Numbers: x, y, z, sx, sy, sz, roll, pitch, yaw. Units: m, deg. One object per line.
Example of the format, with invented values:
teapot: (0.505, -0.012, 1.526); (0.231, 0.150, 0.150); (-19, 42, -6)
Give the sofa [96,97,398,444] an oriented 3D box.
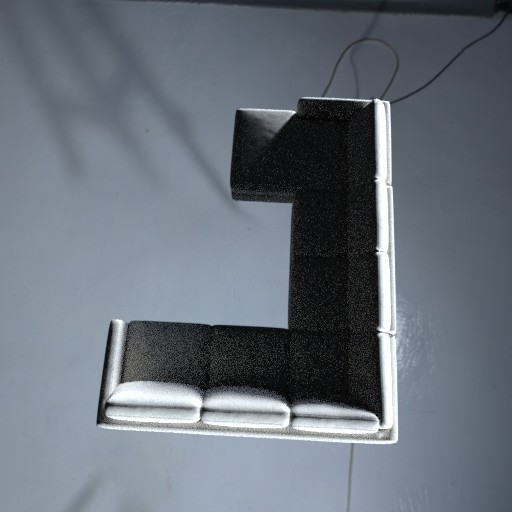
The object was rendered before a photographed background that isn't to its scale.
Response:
sofa: (0.000, 0.000, 4.317); (2.551, 0.853, 3.238); (3, 76, 1)
